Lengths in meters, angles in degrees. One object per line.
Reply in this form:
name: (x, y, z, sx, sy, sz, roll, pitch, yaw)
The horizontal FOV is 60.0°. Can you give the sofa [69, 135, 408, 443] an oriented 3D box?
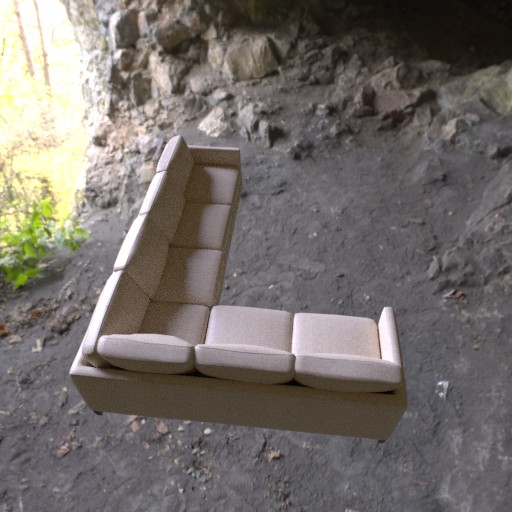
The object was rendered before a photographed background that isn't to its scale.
sofa: (0.000, 0.000, 4.579, 2.593, 0.947, 3.302, 4, 46, 4)
